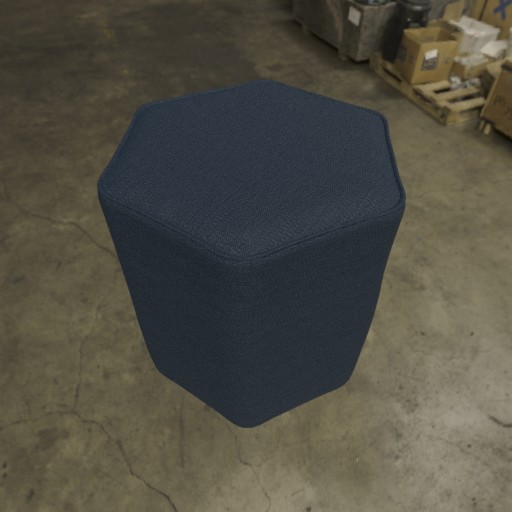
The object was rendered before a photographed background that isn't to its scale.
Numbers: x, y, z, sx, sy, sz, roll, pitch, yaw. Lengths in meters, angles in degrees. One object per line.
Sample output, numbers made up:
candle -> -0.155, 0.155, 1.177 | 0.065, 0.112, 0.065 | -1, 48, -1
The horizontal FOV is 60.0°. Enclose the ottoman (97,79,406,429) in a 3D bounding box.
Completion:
ottoman -> 0.000, 0.000, 0.861 | 0.492, 0.505, 0.454 | -16, 48, -15
